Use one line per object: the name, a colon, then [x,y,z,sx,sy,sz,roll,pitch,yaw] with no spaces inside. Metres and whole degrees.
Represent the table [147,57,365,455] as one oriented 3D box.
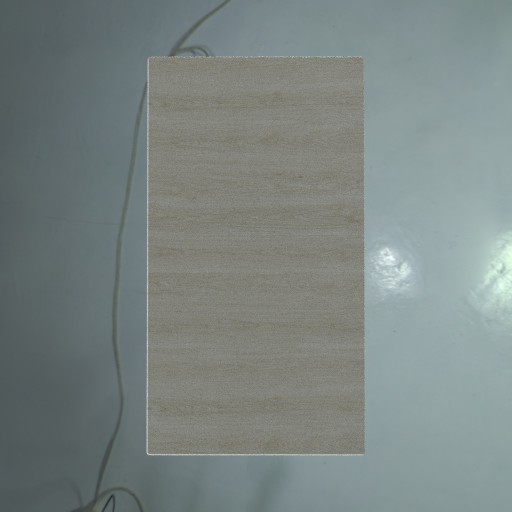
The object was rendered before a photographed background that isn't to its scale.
table: [0.000,0.000,2.093,0.900,0.760,1.600,0,89,0]
